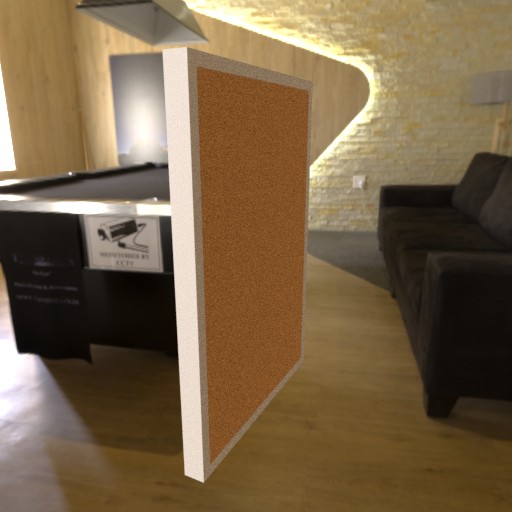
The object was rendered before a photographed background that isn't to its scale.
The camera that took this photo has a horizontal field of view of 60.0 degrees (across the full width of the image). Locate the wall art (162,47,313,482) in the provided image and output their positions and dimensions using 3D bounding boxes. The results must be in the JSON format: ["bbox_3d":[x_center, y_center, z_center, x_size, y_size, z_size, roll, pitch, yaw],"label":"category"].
[{"bbox_3d":[0.000,0.000,0.841,0.038,0.657,0.450,8,18,26],"label":"wall art"}]
